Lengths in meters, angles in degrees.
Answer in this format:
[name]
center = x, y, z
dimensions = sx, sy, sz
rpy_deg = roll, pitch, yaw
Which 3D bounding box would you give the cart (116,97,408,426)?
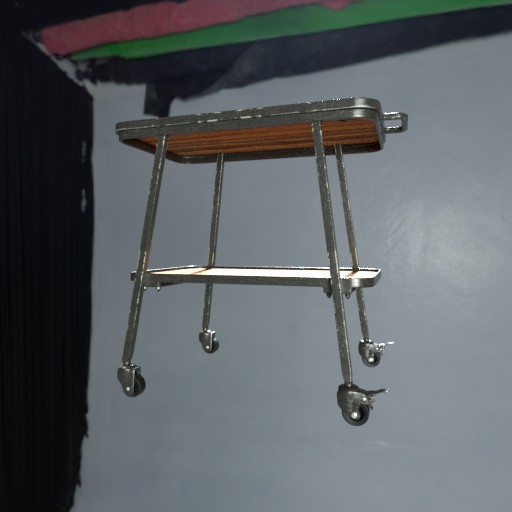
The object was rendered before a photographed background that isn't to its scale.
[cart]
center = 0.000, 0.000, 1.253
dimensions = 0.806, 0.700, 0.515
rpy_deg = 0, 2, 18
